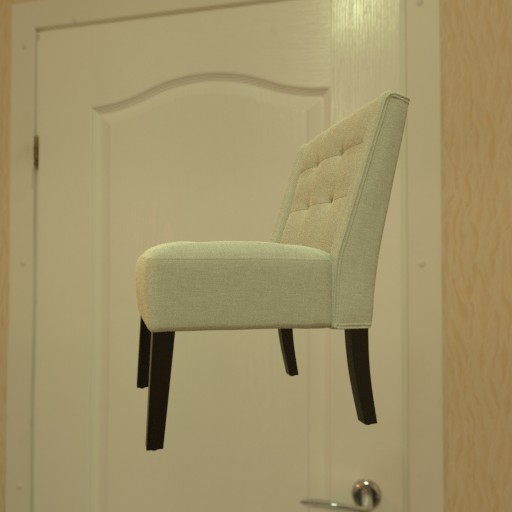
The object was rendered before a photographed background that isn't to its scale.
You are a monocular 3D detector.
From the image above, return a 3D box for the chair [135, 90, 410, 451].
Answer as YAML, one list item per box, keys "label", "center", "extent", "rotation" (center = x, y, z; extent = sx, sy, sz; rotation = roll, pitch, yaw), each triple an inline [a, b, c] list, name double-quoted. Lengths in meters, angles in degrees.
- label: "chair"
  center: [0.000, 0.000, 1.303]
  extent: [0.676, 0.853, 0.569]
  rotation: [0, -1, -17]
